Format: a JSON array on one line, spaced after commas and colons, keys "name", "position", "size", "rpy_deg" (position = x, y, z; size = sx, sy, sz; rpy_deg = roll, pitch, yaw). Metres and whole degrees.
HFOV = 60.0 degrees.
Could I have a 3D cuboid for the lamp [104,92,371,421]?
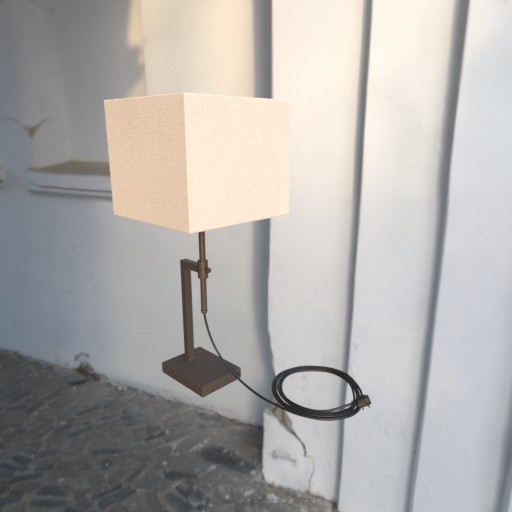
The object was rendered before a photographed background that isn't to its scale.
[{"name": "lamp", "position": [0.000, 0.000, 0.987], "size": [0.504, 0.660, 0.399], "rpy_deg": [15, 22, 42]}]
